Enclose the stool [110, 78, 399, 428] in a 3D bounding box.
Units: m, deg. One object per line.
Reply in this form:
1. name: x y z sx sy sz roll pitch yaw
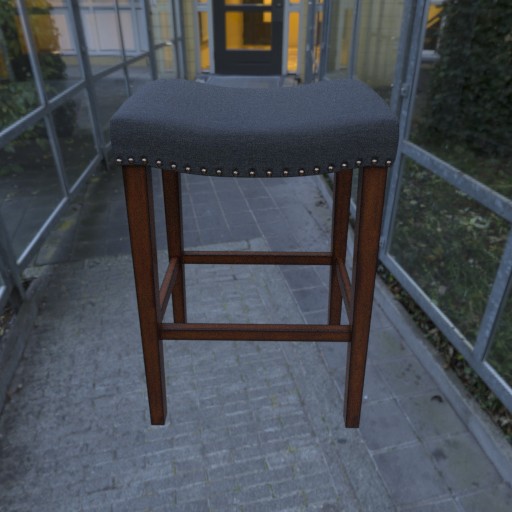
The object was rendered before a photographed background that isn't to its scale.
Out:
1. stool: 0.000 0.000 1.037 0.502 0.748 0.366 1 31 1
